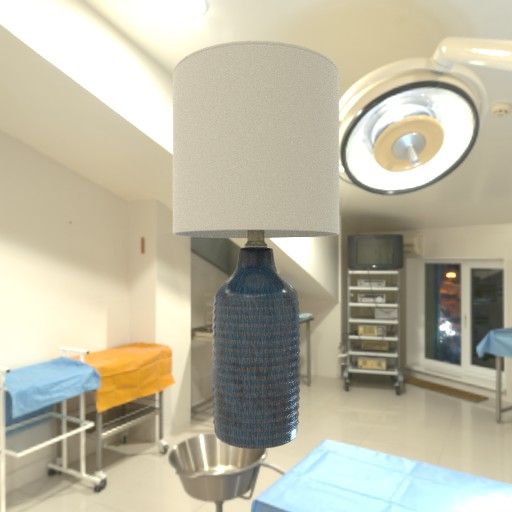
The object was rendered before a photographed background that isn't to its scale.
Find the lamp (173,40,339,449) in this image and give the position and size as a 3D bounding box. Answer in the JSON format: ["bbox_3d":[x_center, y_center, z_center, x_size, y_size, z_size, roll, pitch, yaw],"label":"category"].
[{"bbox_3d":[0.000,0.000,0.598,0.220,0.475,0.220,0,0,36],"label":"lamp"}]
